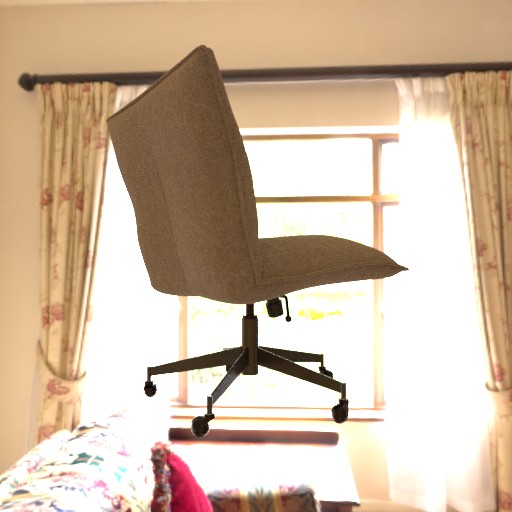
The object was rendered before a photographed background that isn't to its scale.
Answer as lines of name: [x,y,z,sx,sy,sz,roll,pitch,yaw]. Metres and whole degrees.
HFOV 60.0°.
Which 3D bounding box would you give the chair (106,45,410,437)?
chair: [0.000,0.000,1.259,0.696,0.811,0.597,0,-1,-35]
